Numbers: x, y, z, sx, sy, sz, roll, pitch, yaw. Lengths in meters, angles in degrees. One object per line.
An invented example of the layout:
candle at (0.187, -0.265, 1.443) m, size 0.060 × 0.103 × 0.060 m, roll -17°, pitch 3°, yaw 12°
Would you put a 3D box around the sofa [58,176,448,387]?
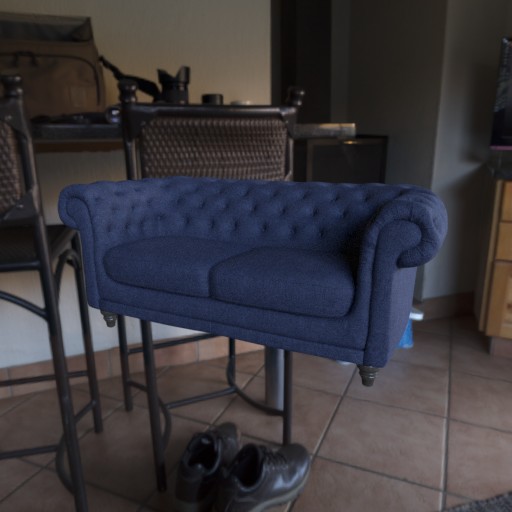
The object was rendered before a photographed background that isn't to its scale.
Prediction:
sofa at (0.000, 0.000, 2.533) m, size 1.988 × 0.833 × 1.082 m, roll 7°, pitch 16°, yaw 25°
